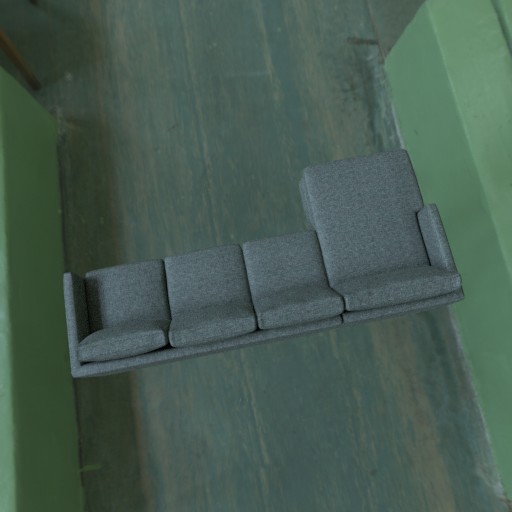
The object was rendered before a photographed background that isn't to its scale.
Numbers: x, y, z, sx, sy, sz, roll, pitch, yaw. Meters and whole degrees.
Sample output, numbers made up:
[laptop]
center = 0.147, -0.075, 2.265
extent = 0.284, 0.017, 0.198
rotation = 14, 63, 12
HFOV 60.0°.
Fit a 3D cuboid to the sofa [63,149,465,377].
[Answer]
[sofa]
center = 0.000, 0.000, 4.235
extent = 3.485, 0.960, 1.635
rotation = -11, 76, -3
